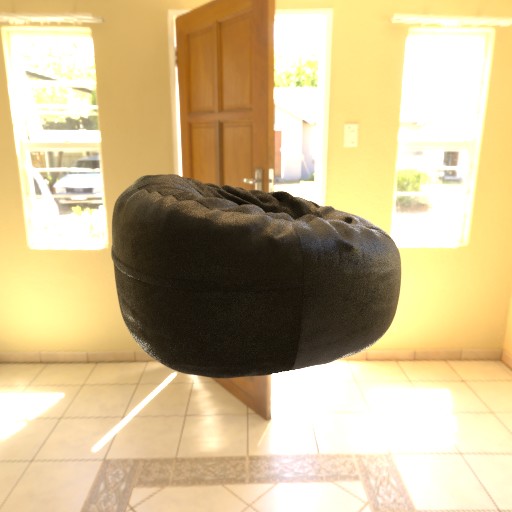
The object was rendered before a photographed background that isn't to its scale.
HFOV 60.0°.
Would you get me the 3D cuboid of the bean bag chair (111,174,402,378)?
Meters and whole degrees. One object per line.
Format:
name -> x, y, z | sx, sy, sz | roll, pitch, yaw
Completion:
bean bag chair -> 0.000, 0.000, 2.462 | 1.524, 0.878, 1.524 | -3, 15, -10
